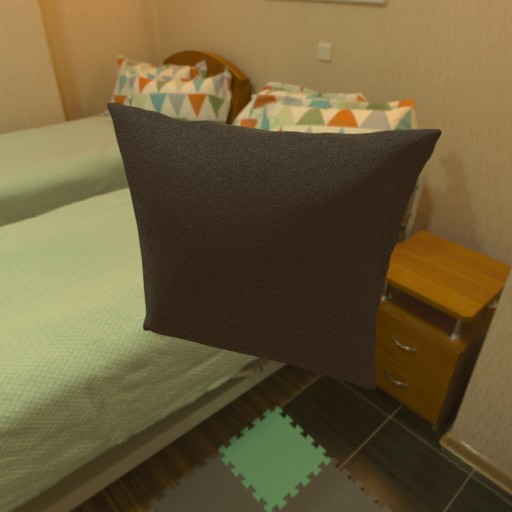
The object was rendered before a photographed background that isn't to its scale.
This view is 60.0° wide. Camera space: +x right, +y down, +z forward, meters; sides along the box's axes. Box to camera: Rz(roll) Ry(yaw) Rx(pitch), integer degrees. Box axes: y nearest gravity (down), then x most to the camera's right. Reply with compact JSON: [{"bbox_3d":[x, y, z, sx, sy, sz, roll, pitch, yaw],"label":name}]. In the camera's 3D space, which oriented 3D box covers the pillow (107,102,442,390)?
[{"bbox_3d":[0.000,0.000,0.688,0.452,0.439,0.204,10,34,16],"label":"pillow"}]
